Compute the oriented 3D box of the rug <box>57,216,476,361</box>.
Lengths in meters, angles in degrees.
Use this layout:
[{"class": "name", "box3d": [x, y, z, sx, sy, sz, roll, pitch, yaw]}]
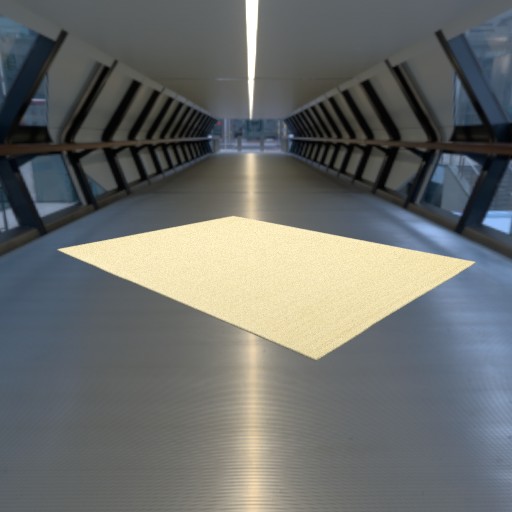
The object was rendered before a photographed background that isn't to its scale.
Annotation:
[{"class": "rug", "box3d": [0.000, 0.000, 4.231, 3.204, 0.016, 2.452, 15, 22, 42]}]
